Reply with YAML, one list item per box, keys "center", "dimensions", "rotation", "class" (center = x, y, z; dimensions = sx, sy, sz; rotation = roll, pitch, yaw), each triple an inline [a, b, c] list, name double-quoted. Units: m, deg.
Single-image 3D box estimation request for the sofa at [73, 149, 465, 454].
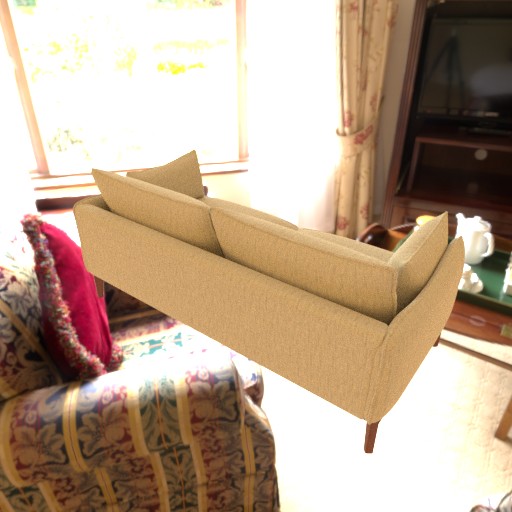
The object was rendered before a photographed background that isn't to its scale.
- center: [0.000, 0.000, 2.461]
  dimensions: [1.989, 0.860, 0.991]
  rotation: [21, 36, 32]
  class: "sofa"
